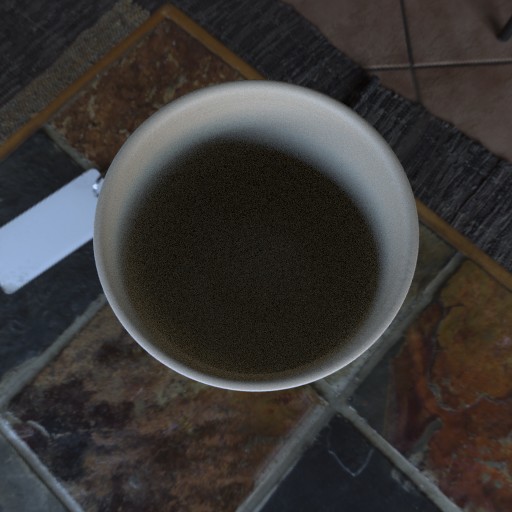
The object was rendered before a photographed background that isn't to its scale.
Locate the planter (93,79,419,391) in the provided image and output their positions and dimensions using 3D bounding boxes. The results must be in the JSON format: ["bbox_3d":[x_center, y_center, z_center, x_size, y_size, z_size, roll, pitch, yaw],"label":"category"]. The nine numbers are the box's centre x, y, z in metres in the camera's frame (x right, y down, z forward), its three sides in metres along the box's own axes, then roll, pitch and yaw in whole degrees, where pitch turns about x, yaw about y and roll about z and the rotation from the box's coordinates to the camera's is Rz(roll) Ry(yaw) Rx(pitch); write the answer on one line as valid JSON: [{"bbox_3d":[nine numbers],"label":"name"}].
[{"bbox_3d":[0.000,0.000,0.374,0.208,0.190,0.208,0,77,0],"label":"planter"}]
